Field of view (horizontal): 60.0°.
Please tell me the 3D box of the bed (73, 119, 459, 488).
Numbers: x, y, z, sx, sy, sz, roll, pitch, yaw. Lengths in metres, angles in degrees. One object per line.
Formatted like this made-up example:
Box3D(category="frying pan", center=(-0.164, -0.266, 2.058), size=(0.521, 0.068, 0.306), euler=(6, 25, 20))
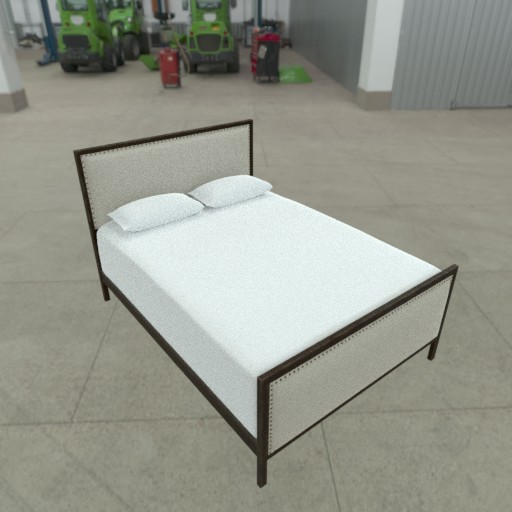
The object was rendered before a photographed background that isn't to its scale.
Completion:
Box3D(category="bed", center=(0.000, 0.000, 3.182), size=(1.607, 1.313, 2.221), euler=(-21, 36, -32))
